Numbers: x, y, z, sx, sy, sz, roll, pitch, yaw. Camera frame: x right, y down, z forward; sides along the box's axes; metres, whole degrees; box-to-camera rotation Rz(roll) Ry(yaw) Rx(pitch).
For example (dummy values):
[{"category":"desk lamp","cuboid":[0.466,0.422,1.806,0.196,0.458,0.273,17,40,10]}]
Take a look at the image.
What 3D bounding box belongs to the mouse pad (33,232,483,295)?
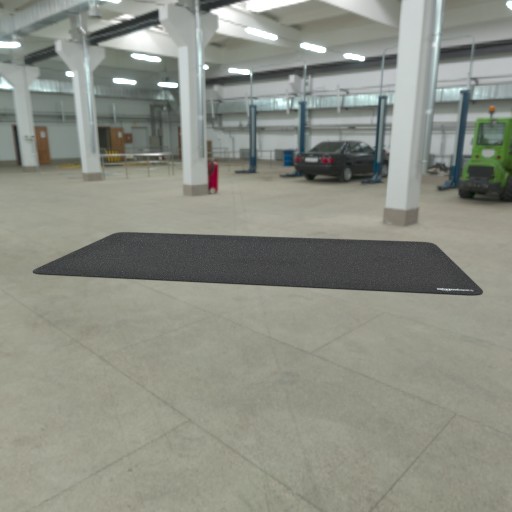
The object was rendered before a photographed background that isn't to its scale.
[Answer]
[{"category":"mouse pad","cuboid":[0.000,0.000,1.063,0.907,0.003,0.424,2,15,8]}]
